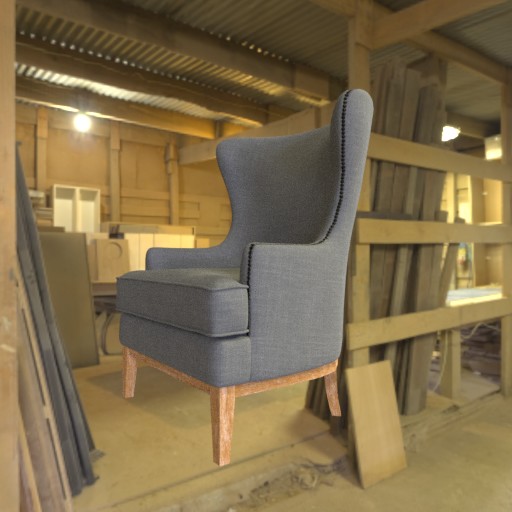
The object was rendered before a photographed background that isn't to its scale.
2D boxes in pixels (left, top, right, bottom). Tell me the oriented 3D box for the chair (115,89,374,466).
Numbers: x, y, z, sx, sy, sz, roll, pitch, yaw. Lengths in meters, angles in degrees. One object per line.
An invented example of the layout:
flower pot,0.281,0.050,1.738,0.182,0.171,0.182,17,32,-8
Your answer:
chair,0.000,0.000,1.787,0.883,1.176,0.864,0,0,-36
